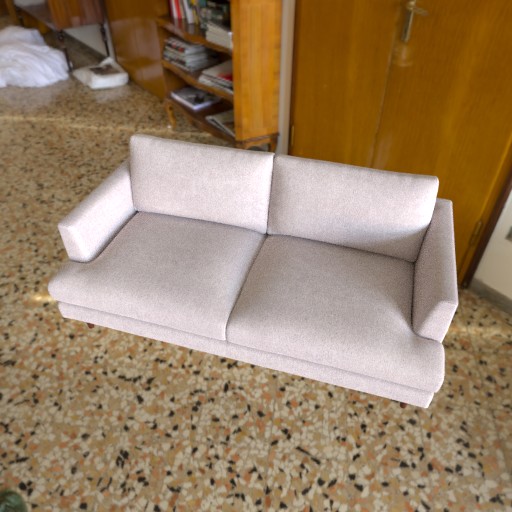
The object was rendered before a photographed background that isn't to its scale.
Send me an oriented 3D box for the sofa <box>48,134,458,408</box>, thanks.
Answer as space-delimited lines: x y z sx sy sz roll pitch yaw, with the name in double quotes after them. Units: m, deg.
0.000 0.000 2.399 1.948 0.868 1.020 11 42 13 "sofa"
